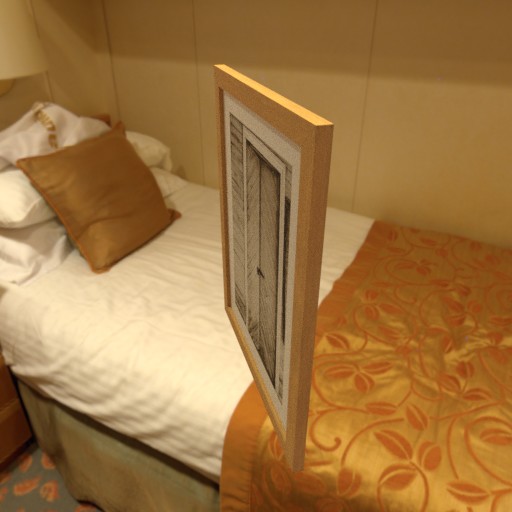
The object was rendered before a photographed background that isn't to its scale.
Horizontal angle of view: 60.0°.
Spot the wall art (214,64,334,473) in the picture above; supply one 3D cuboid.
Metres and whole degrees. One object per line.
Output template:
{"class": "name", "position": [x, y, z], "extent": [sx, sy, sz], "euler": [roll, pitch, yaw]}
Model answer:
{"class": "wall art", "position": [0.000, 0.000, 0.772], "extent": [0.020, 0.561, 0.460], "euler": [-9, 32, -15]}
